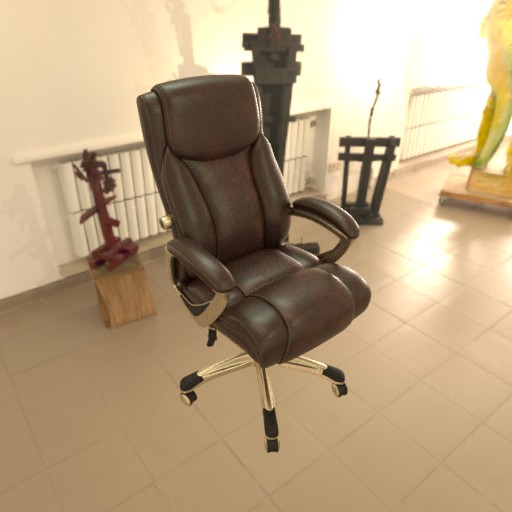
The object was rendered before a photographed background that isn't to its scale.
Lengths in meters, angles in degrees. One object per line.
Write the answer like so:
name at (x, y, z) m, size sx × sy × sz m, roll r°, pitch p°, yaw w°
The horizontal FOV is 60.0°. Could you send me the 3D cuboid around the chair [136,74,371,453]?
chair at (0.000, 0.000, 1.662) m, size 0.692 × 1.194 × 0.749 m, roll -21°, pitch 36°, yaw -32°
